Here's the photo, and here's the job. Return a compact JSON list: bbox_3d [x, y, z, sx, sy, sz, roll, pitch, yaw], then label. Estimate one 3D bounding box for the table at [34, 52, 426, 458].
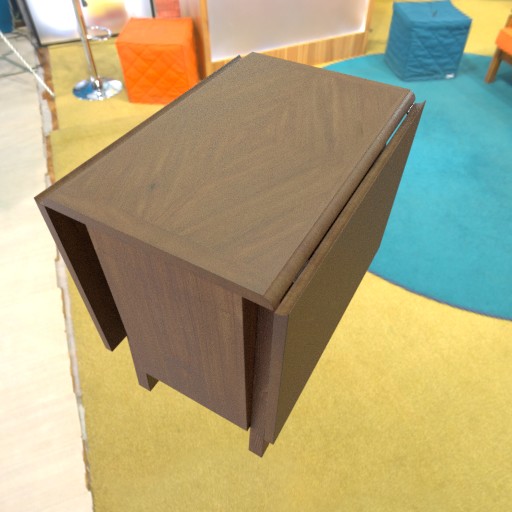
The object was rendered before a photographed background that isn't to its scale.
[{"bbox_3d":[0.000,0.000,1.594,0.701,0.981,0.967,23,51,20],"label":"table"}]
